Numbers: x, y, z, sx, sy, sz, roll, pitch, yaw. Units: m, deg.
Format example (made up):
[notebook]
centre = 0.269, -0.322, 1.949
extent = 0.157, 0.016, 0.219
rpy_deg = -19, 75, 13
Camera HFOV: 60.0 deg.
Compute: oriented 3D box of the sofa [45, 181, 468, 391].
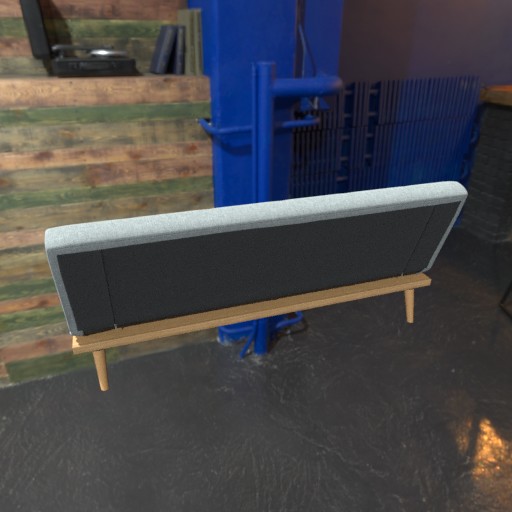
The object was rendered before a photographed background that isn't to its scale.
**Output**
[sofa]
centre = 0.000, 0.000, 2.250
extent = 1.820, 0.800, 0.800
rpy_deg = -9, 28, -17
